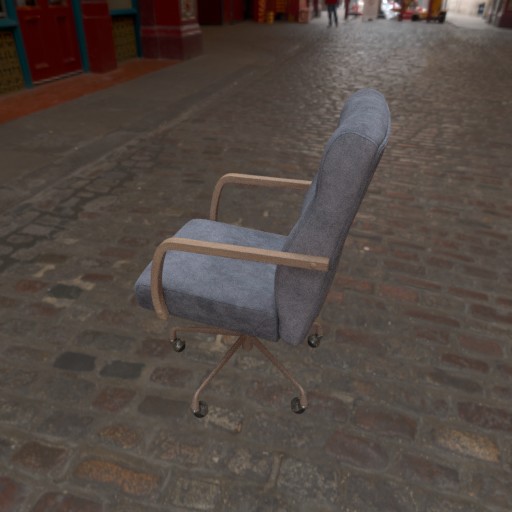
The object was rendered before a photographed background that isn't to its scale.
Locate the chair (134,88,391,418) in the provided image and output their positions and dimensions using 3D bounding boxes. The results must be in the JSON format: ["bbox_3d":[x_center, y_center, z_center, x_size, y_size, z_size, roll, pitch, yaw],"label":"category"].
[{"bbox_3d":[0.000,0.000,1.499,0.741,1.029,0.640,8,32,13],"label":"chair"}]
